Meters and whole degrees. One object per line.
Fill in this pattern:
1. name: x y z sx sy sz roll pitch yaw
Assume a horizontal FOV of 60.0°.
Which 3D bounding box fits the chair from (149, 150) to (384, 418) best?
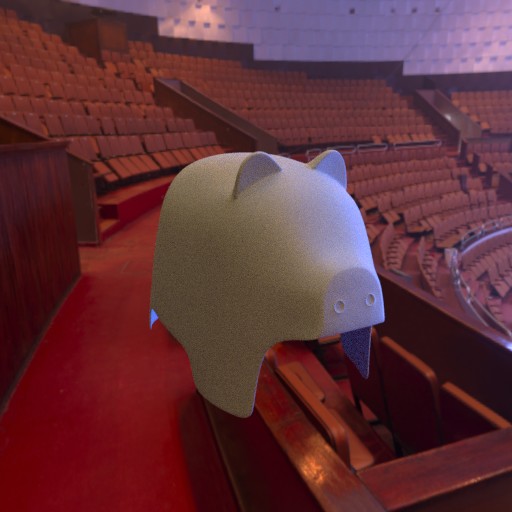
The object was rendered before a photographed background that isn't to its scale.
1. chair: 0.000 0.000 0.890 0.364 0.423 0.619 -8 18 -26
